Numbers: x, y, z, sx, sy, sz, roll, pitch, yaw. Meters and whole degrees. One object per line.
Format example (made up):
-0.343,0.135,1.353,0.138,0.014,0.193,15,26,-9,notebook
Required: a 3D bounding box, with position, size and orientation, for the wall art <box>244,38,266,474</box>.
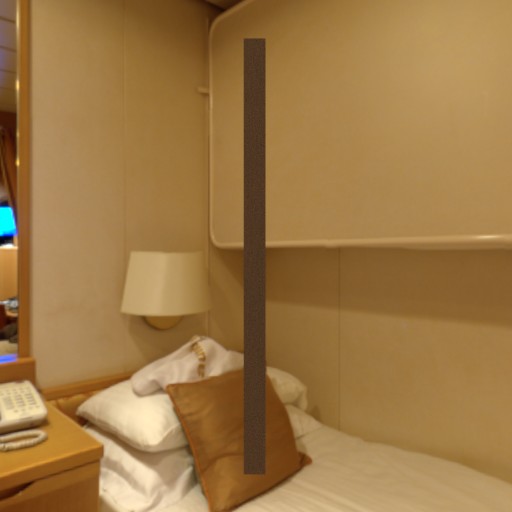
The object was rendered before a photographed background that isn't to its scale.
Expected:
0.000,0.000,1.152,0.038,0.758,0.761,0,0,0,wall art
